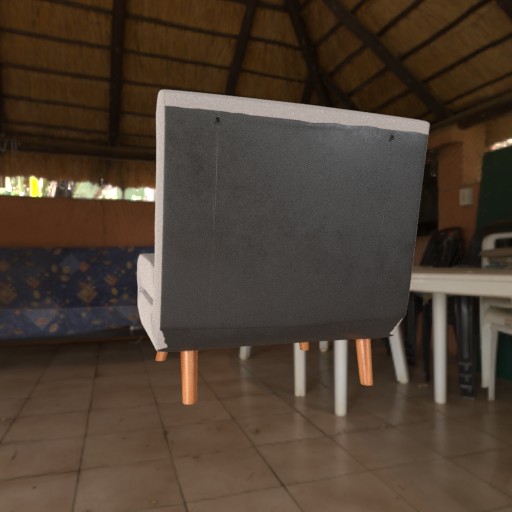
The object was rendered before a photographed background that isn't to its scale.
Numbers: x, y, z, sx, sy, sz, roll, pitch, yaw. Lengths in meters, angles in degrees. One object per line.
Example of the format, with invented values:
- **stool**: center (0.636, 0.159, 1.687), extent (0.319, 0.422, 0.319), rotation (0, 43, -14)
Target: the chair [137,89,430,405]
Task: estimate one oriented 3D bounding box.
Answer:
- **chair**: center (0.000, 0.000, 1.553), extent (0.770, 0.808, 0.902), rotation (0, 0, -19)
